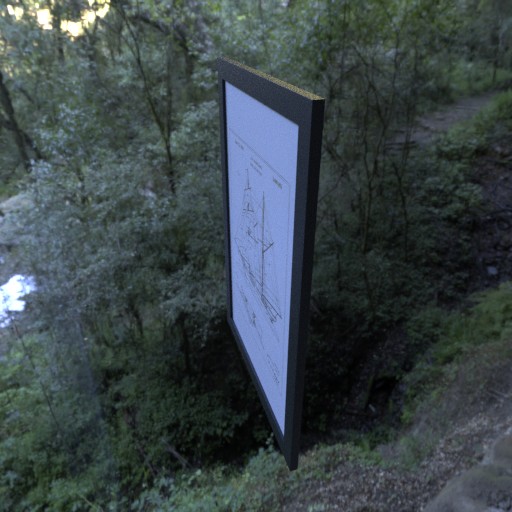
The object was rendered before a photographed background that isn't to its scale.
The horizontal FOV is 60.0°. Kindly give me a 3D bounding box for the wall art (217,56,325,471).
[{"bbox_3d":[0.000,0.000,0.690,0.013,0.534,0.381,-9,31,-15],"label":"wall art"}]
